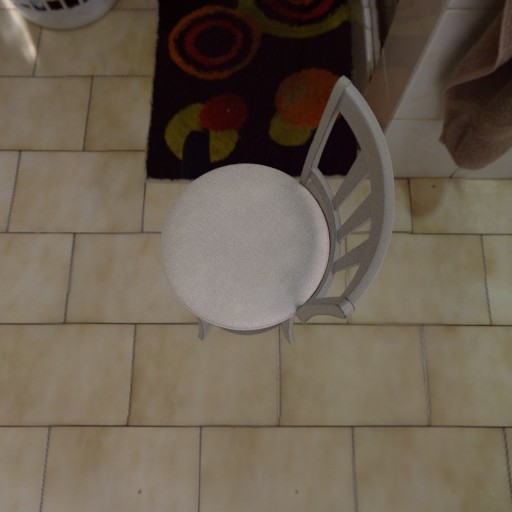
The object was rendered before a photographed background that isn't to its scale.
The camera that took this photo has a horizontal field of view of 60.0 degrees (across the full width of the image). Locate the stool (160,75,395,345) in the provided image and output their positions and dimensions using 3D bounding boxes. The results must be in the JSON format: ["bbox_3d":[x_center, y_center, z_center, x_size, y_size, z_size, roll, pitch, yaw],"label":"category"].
[{"bbox_3d":[0.000,0.000,1.239,0.486,0.994,0.450,3,75,1],"label":"stool"}]
